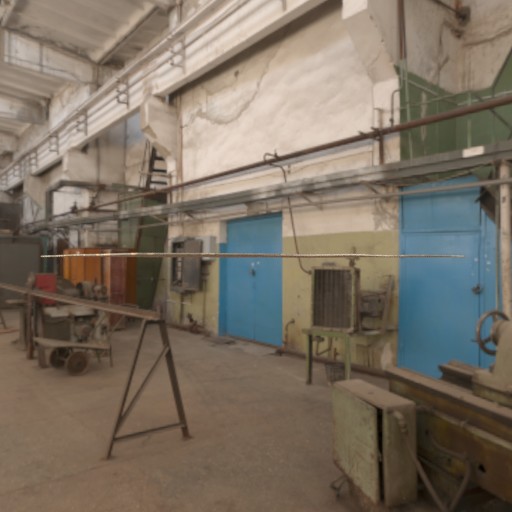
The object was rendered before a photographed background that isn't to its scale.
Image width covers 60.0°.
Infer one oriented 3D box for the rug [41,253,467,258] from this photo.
[{"bbox_3d":[0.000,0.000,2.708,2.133,0.013,1.522,0,-1,-37],"label":"rug"}]
